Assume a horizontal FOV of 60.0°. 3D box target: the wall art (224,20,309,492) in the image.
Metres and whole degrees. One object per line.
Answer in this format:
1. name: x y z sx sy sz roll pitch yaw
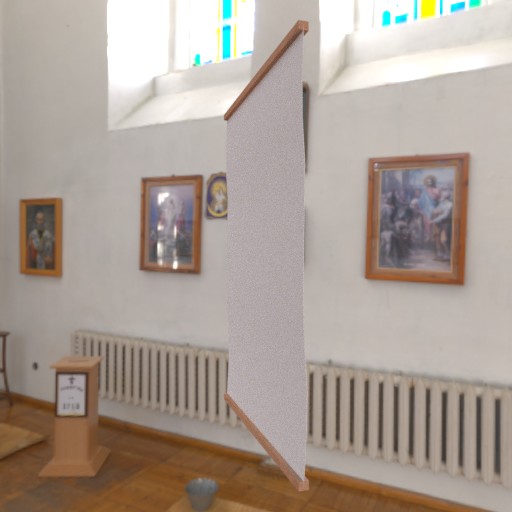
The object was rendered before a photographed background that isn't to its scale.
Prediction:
1. wall art: 0.000 0.000 0.637 0.012 0.508 0.332 0 0 -18
